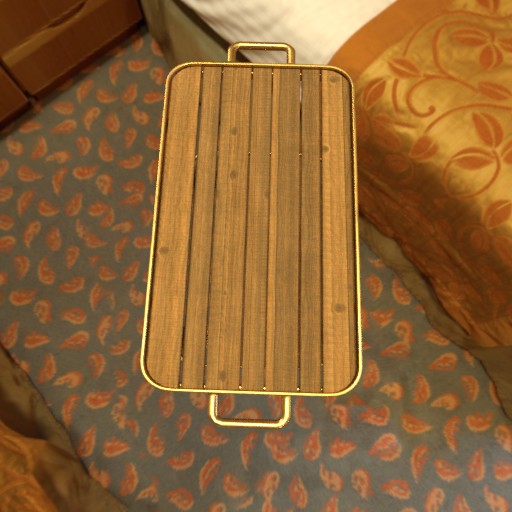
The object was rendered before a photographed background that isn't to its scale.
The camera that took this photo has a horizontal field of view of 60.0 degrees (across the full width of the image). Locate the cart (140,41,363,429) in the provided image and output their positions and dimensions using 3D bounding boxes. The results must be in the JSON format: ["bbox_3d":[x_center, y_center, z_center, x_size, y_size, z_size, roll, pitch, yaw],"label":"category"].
[{"bbox_3d":[0.000,0.000,1.219,0.524,0.700,0.806,2,76,0],"label":"cart"}]
